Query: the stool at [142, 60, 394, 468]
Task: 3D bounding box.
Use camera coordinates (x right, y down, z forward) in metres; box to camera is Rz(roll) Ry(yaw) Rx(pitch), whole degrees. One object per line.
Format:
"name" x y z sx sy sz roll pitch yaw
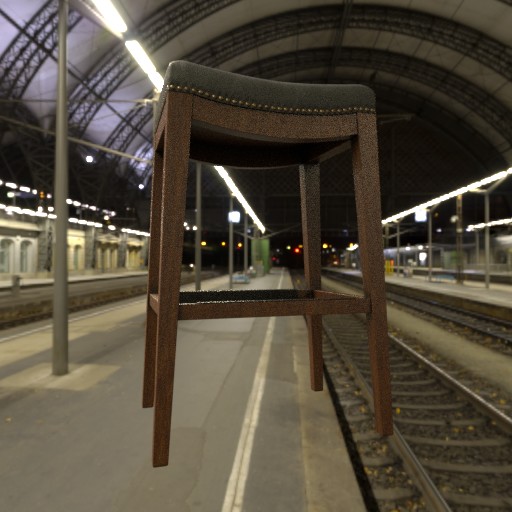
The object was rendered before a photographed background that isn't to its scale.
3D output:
"stool" 0.000 0.000 1.043 0.500 0.765 0.361 0 -1 -17
